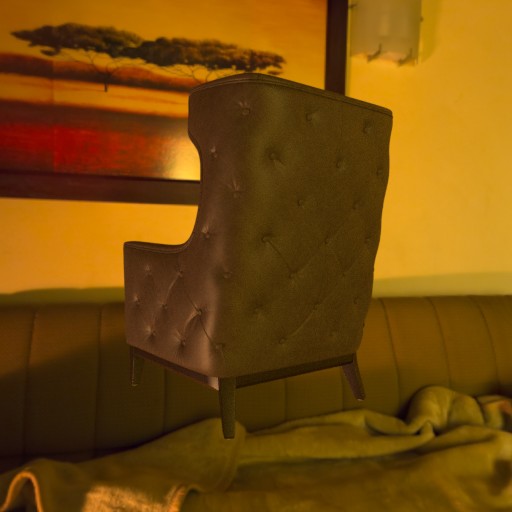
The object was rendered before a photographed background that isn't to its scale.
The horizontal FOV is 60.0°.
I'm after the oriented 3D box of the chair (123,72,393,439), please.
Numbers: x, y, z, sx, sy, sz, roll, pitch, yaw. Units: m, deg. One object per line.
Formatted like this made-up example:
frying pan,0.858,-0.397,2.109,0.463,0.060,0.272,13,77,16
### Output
chair,0.000,0.000,1.709,0.769,1.079,0.899,-1,1,-35
